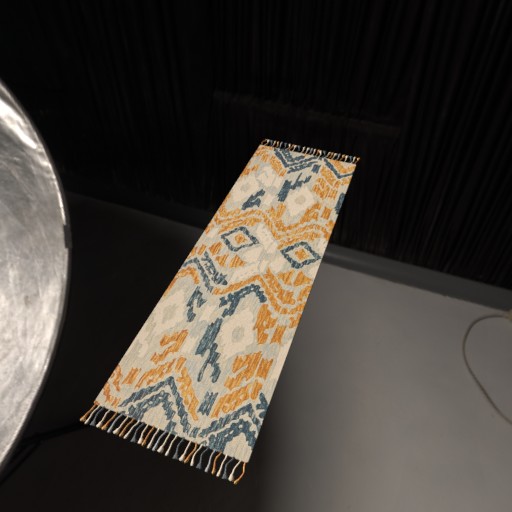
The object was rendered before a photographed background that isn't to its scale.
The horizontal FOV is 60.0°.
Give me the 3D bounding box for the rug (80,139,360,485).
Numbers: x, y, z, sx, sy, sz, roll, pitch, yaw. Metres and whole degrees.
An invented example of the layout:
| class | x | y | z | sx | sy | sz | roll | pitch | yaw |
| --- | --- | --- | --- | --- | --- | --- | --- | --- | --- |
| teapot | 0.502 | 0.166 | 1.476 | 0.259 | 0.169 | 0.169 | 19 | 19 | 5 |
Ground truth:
| class | x | y | z | sx | sy | sz | roll | pitch | yaw |
| --- | --- | --- | --- | --- | --- | --- | --- | --- | --- |
| rug | 0.000 | 0.000 | 2.660 | 0.783 | 0.010 | 2.437 | 15 | 49 | 14 |
